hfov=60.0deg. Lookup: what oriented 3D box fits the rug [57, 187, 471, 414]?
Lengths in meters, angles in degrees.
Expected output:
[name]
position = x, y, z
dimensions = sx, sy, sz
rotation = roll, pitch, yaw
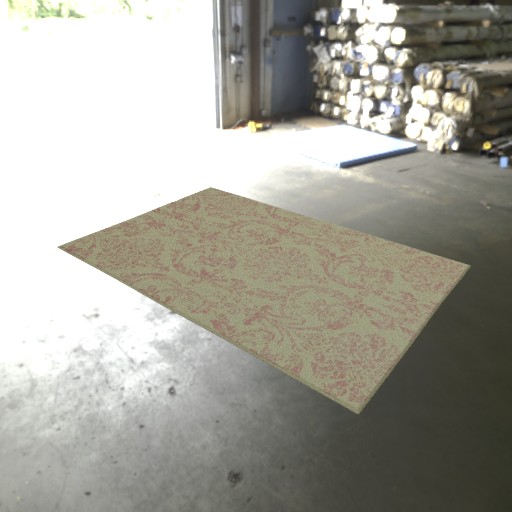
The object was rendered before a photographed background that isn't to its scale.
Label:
[rug]
position = 0.000, 0.000, 2.351
dimensions = 1.839, 0.012, 1.219
rotation = 21, 36, 33
